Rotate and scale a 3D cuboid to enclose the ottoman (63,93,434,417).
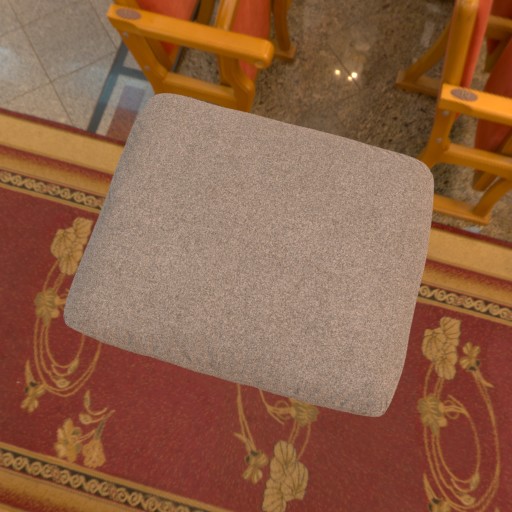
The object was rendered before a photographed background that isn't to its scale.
[{"bbox_3d":[0.000,0.000,1.237,0.837,0.481,0.683,15,75,4],"label":"ottoman"}]
